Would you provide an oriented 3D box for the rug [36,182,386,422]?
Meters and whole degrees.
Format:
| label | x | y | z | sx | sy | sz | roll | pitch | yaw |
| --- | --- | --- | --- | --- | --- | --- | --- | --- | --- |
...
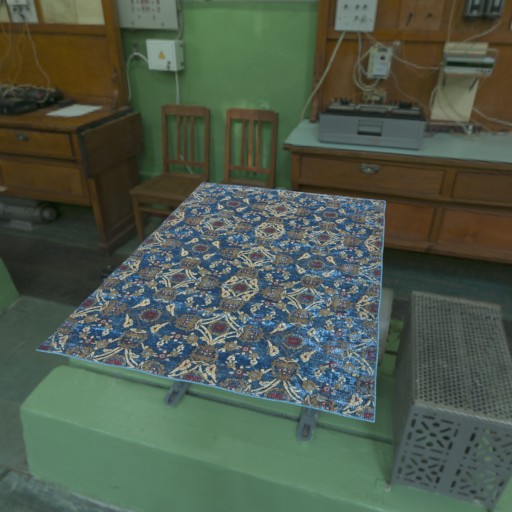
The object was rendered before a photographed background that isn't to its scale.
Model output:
| label | x | y | z | sx | sy | sz | roll | pitch | yaw |
| --- | --- | --- | --- | --- | --- | --- | --- | --- | --- |
| rug | 0.000 | 0.000 | 4.227 | 2.337 | 0.013 | 3.291 | 8 | 32 | 13 |
